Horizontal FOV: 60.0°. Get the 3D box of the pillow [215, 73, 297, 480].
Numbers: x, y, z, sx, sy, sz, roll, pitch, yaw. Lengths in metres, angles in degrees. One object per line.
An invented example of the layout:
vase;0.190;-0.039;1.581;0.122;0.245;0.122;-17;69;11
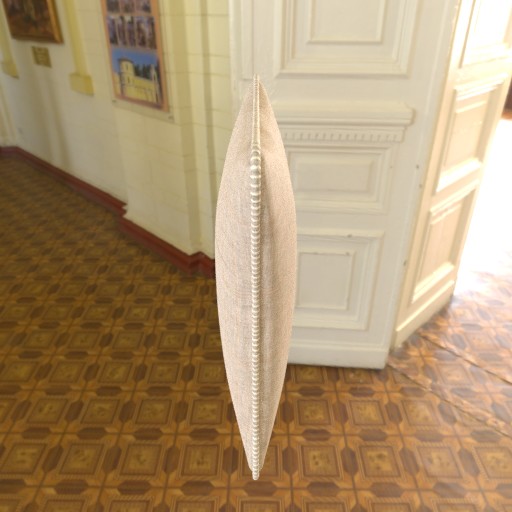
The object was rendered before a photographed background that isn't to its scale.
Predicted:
pillow;0.000;0.000;0.718;0.124;0.494;0.485;0;31;0
